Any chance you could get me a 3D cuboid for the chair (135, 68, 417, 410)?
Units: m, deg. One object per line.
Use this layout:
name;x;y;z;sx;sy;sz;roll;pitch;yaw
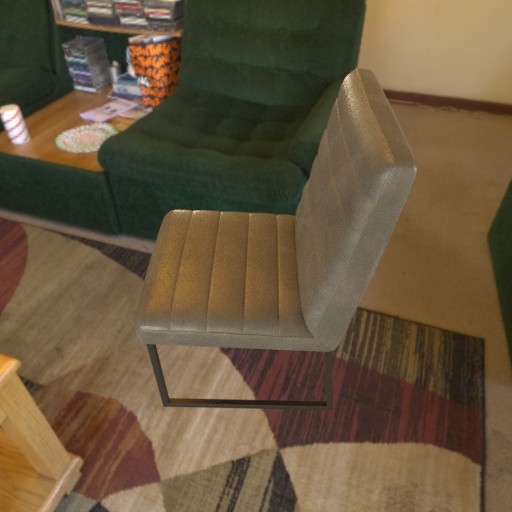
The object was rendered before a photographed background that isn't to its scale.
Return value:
chair;0.000;0.000;1.309;0.634;0.930;0.520;1;42;1
